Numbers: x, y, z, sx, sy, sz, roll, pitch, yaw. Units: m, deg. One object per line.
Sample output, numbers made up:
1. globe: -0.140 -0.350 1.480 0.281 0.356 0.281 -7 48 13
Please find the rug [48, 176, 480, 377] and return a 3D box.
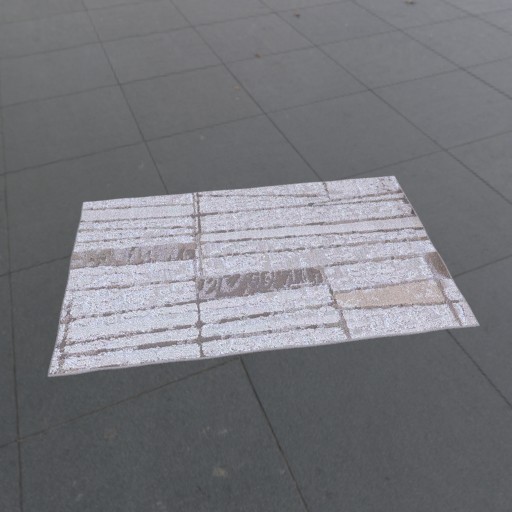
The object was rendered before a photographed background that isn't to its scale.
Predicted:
1. rug: 0.000 0.000 1.050 0.867 0.007 0.515 -6 47 -5
